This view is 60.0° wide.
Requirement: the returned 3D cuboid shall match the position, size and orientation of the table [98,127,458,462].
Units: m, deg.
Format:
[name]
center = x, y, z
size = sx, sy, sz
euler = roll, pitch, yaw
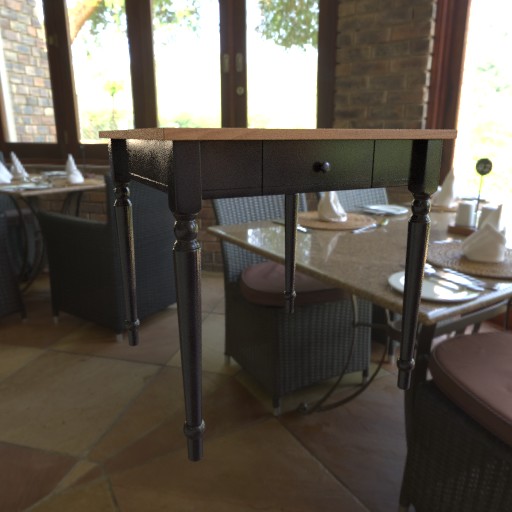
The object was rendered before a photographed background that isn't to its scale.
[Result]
[table]
center = 0.000, 0.000, 1.354
size = 0.747, 0.738, 0.747
euler = -8, 17, -26
